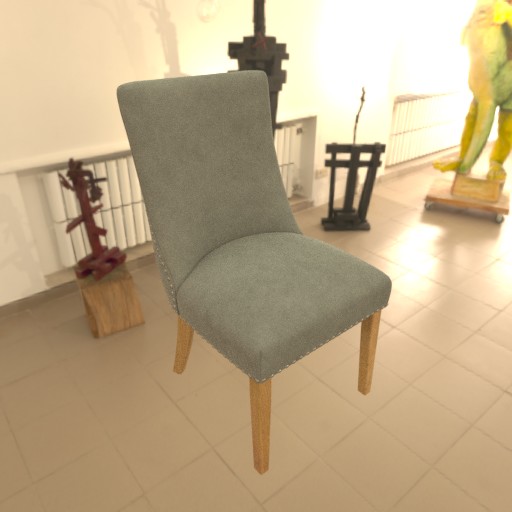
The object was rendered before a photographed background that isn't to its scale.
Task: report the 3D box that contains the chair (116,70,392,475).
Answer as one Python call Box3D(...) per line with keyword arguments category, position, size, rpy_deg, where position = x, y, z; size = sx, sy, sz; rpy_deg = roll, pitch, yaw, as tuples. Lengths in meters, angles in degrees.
Box3D(category="chair", position=(0.000, 0.000, 1.249), size=(0.495, 0.902, 0.610), rpy_deg=(-22, 36, -34))
